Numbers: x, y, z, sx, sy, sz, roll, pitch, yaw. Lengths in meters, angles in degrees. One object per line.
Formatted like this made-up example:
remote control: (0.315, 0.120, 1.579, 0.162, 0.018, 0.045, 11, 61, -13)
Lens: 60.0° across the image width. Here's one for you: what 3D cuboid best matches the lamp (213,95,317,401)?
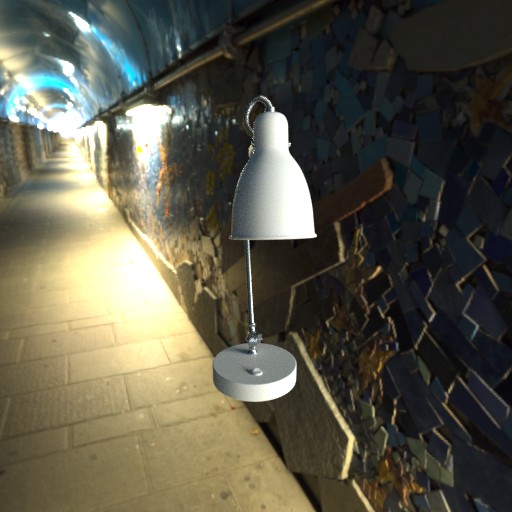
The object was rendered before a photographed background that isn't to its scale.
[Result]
lamp: (0.000, 0.000, 0.892, 0.187, 0.587, 0.561, -2, 16, -6)
